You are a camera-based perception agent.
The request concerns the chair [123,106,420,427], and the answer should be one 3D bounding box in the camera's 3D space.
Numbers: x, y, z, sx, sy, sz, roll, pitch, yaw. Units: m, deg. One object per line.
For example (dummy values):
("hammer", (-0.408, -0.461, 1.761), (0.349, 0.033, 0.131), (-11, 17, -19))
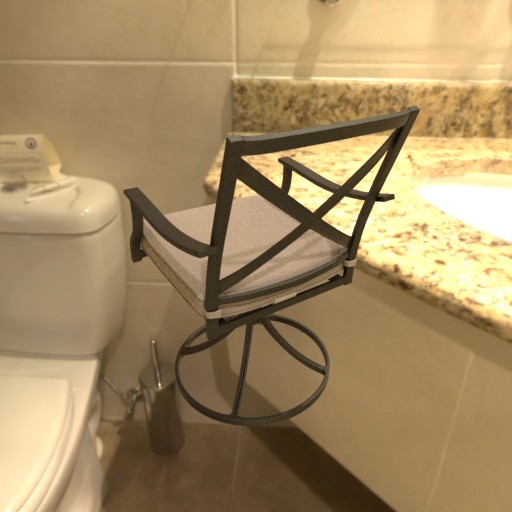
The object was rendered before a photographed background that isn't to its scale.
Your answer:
("chair", (0.000, 0.000, 1.298), (0.575, 0.889, 0.620), (-18, 34, -28))
